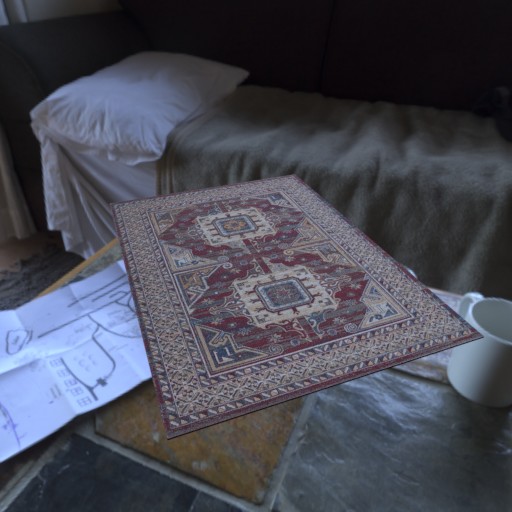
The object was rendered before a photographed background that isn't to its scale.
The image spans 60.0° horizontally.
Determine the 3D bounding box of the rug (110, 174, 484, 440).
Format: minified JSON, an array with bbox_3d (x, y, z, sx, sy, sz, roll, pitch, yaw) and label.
[{"bbox_3d":[0.000,0.000,2.844,1.599,0.011,2.210,-12,35,-18],"label":"rug"}]
